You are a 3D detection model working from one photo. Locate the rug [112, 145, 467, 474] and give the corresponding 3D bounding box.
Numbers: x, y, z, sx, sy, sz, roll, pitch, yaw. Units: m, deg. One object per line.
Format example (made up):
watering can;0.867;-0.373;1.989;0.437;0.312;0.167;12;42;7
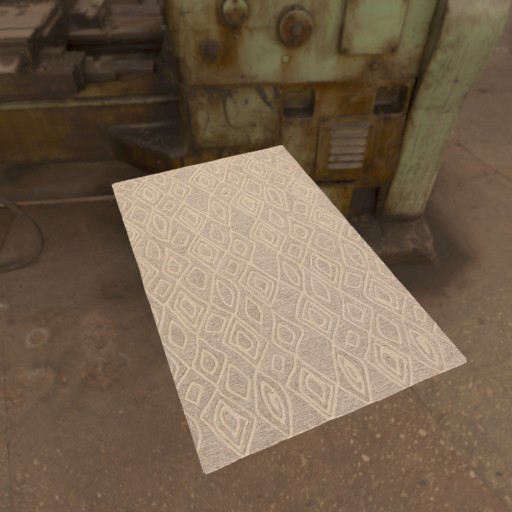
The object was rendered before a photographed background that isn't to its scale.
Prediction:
rug;0.000;0.000;3.044;1.546;0.010;2.442;-17;48;-16
